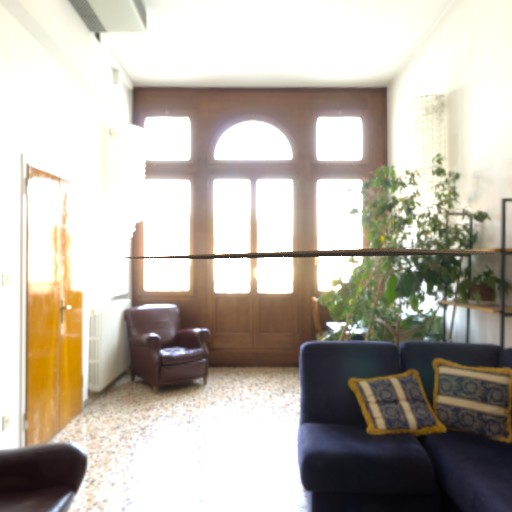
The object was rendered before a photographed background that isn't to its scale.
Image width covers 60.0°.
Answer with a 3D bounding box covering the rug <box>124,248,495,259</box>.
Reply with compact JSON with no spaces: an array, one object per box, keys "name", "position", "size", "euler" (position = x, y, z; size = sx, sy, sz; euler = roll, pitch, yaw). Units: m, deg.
[{"name":"rug","position":[0.000,0.000,2.650],"size":[0.750,0.011,2.435],"euler":[1,-1,-36]}]
